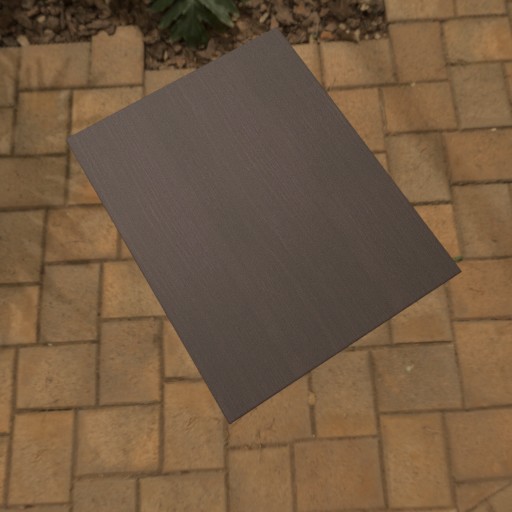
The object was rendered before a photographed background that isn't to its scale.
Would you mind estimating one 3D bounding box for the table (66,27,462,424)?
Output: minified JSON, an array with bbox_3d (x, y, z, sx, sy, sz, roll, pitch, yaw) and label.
[{"bbox_3d":[0.000,0.000,0.953,0.381,0.635,0.480,-31,78,-7],"label":"table"}]
